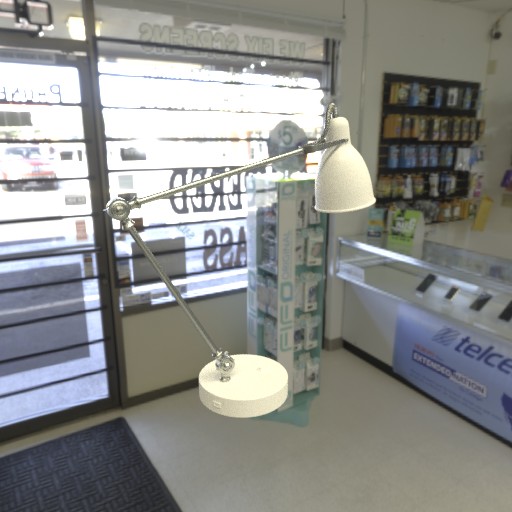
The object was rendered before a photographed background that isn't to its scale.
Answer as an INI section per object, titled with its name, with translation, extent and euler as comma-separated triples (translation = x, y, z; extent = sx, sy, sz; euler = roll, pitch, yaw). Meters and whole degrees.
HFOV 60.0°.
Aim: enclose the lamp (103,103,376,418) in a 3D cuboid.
[lamp]
translation = 0.000, 0.000, 0.881
extent = 0.561, 0.587, 0.187
euler = -8, 16, -27
